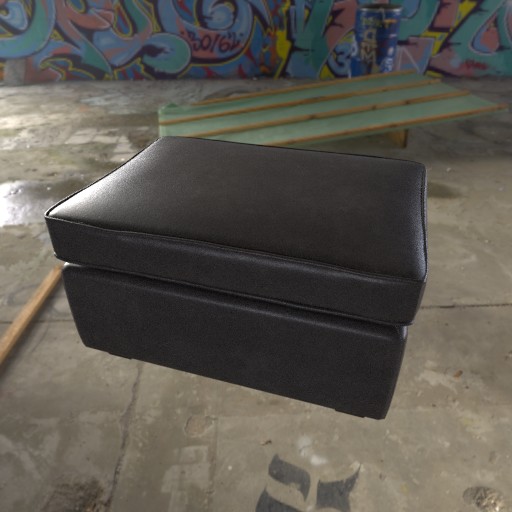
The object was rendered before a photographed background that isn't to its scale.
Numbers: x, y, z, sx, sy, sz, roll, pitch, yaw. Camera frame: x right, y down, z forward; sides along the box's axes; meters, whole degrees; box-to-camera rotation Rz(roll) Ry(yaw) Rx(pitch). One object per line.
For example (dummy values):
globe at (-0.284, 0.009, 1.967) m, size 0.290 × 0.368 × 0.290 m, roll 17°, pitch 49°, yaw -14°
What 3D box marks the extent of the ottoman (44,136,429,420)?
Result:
ottoman at (0.000, 0.000, 1.112) m, size 0.756 × 0.445 × 0.554 m, roll 10°, pitch 35°, yaw 14°
